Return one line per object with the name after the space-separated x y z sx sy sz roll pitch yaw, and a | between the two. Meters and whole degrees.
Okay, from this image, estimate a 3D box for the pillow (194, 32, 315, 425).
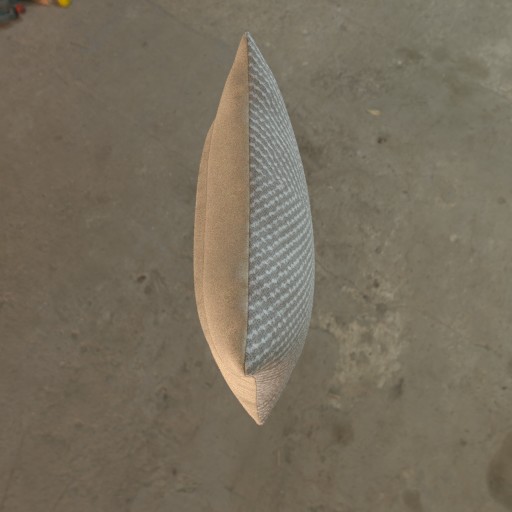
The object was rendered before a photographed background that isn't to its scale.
0.000 0.000 0.701 0.181 0.458 0.459 0 64 0 | pillow
